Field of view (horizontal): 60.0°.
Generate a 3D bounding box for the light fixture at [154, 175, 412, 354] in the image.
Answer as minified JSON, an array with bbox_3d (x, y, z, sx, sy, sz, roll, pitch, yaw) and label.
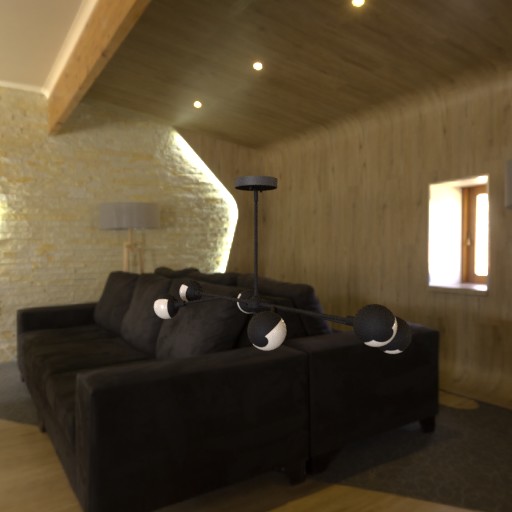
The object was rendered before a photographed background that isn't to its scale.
[{"bbox_3d":[0.000,0.000,1.047,0.434,0.362,0.778,0,1,-17],"label":"light fixture"}]
